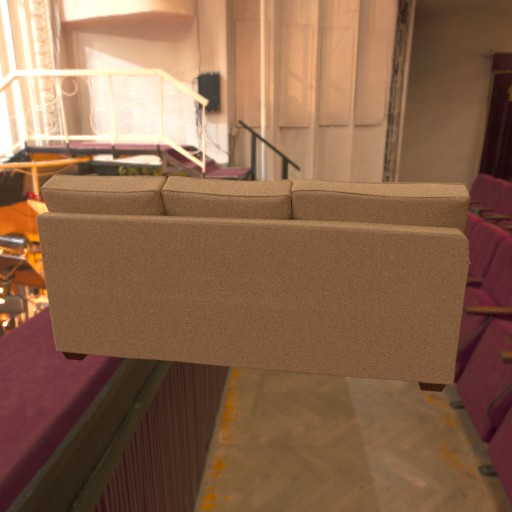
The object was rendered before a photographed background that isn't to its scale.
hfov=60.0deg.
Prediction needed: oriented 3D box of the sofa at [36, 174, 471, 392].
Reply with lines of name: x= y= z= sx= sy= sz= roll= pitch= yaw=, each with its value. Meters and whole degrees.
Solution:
sofa: x=0.000 y=0.000 z=2.483 sx=1.962 sy=0.946 sz=1.034 roll=3 pitch=16 yaw=9
